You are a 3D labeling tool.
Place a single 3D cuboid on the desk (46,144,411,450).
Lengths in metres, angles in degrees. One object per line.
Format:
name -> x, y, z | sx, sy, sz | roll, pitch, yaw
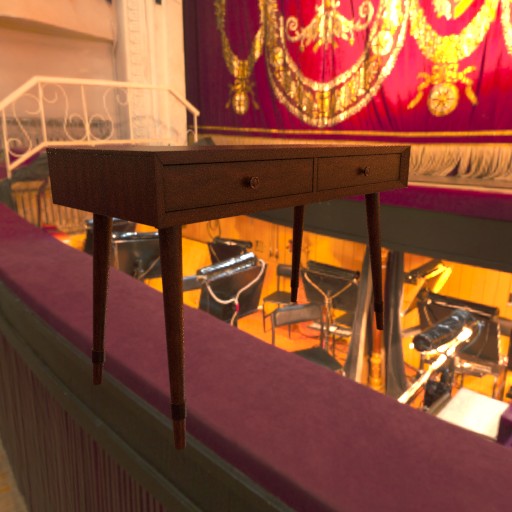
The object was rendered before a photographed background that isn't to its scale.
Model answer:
desk -> 0.000, 0.000, 2.144 | 0.734, 1.031, 1.577 | 14, 20, 42
